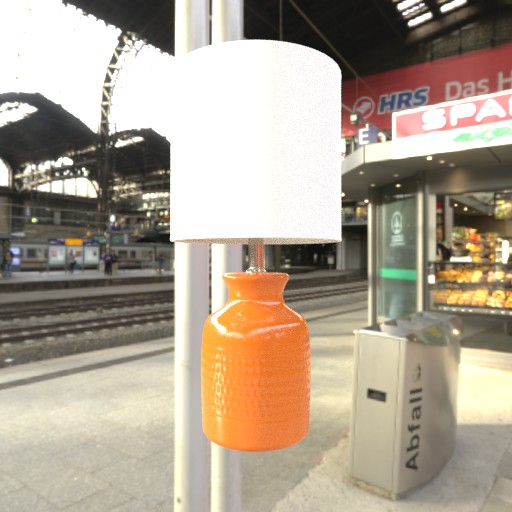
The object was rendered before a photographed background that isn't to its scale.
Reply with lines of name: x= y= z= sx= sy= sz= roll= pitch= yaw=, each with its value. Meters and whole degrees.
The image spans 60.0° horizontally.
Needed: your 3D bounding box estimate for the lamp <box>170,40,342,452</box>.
lamp: x=0.000 y=0.000 z=1.101 sx=0.418 sy=0.871 sz=0.418 roll=0 pitch=0 yaw=36
